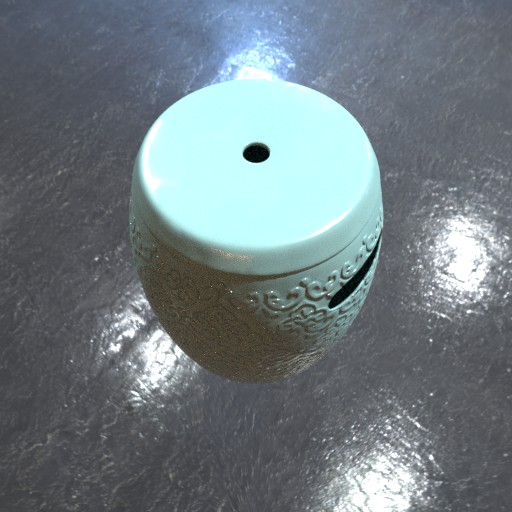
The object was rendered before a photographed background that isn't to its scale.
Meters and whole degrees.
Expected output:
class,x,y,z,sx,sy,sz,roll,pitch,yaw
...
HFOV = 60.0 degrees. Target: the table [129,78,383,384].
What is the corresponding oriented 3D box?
class,x,y,z,sx,sy,sz,roll,pitch,yaw
table,0.000,0.000,0.605,0.309,0.397,0.309,0,59,0
